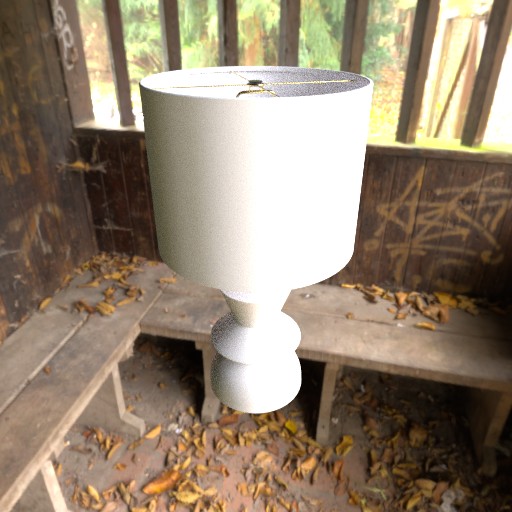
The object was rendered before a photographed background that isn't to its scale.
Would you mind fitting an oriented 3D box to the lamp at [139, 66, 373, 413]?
[{"bbox_3d":[0.000,0.000,0.712,0.301,0.533,0.301,-8,30,-13],"label":"lamp"}]
